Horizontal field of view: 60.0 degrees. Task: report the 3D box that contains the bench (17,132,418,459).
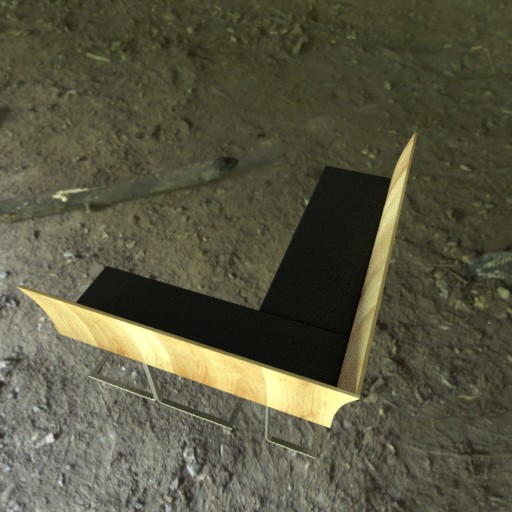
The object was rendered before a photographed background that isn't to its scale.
[{"bbox_3d":[0.000,0.000,2.712,1.495,0.930,1.945,15,47,14],"label":"bench"}]
